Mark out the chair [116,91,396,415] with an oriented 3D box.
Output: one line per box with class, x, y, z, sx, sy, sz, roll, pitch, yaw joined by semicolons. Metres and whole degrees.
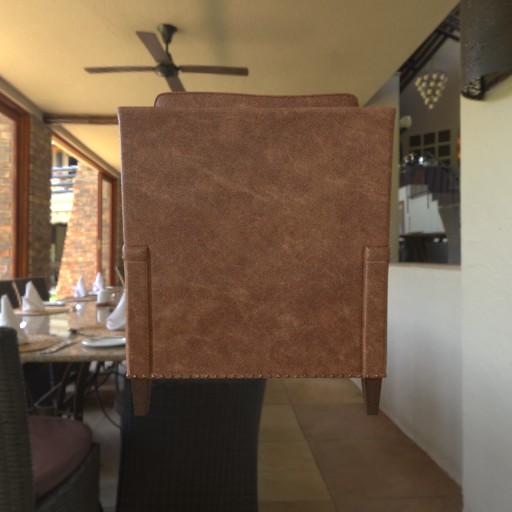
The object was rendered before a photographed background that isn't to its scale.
chair;0.000;0.000;1.842;0.854;1.054;1.035;0;0;0
